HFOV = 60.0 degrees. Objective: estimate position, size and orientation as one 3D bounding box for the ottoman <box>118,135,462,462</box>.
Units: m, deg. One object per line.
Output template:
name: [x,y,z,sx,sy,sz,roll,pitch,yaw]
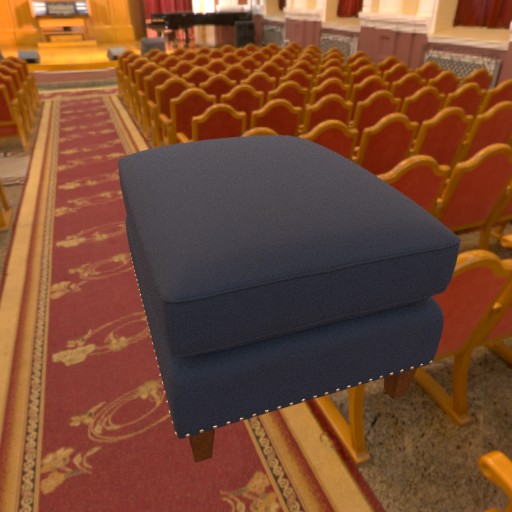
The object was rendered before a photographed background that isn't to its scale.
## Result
ottoman: [0.000,0.000,1.127,0.584,0.513,0.741,-11,32,-17]
